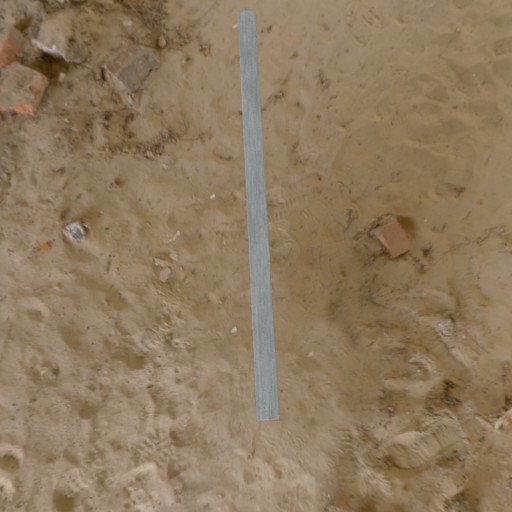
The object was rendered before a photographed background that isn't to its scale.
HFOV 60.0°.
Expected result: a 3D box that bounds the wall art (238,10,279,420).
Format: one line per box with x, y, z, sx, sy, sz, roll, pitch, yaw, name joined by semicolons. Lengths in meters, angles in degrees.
0.000;0.000;0.771;0.022;0.582;0.479;-3;75;-1;wall art
